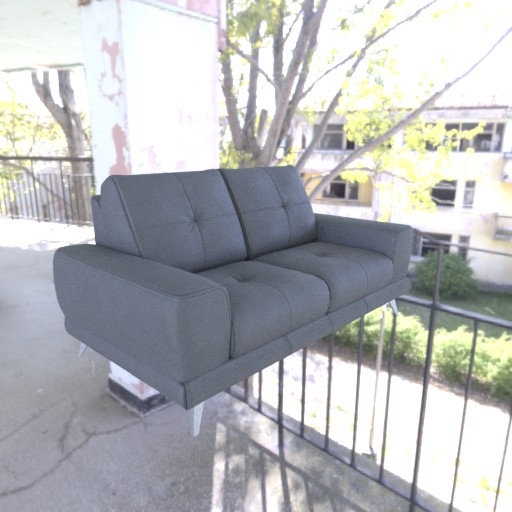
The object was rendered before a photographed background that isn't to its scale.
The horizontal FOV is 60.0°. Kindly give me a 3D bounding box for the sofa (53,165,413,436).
[{"bbox_3d":[0.000,0.000,2.397,1.018,0.907,1.806,13,19,42],"label":"sofa"}]
